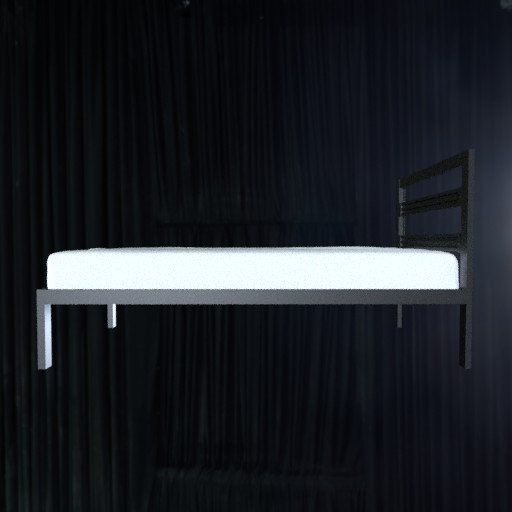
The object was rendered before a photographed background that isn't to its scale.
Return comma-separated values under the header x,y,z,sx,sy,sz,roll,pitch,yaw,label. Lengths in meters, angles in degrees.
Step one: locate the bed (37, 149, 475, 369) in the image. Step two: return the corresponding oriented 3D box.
x,y,z,sx,sy,sz,roll,pitch,yaw,label
0.000,0.000,2.442,1.930,0.967,0.991,0,2,0,bed
